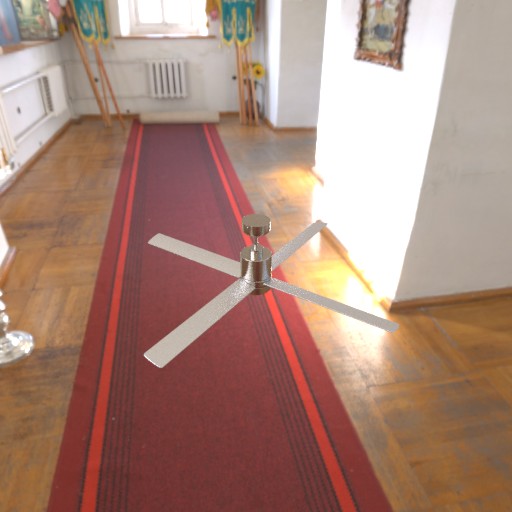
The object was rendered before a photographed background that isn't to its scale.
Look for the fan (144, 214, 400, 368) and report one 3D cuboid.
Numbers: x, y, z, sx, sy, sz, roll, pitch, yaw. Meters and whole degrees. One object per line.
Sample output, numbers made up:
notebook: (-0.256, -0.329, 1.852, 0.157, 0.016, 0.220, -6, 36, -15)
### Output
fan: (0.000, 0.000, 1.978, 1.322, 0.355, 1.322, 19, 36, 29)
